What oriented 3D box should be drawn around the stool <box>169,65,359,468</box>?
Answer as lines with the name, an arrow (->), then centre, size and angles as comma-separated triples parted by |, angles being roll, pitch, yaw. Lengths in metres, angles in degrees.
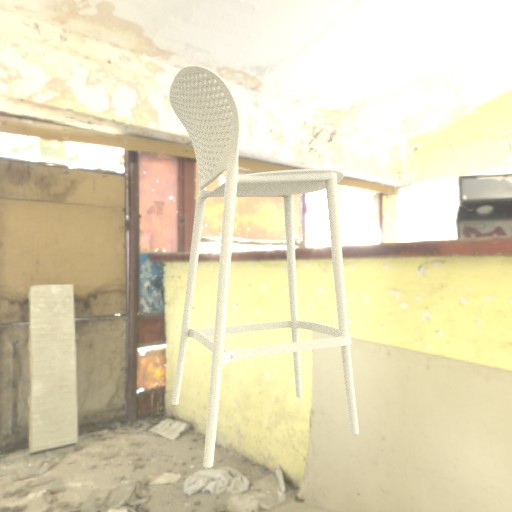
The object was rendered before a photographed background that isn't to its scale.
stool -> 0.000, 0.000, 1.408 | 0.535, 1.045, 0.536 | 0, -1, -19
